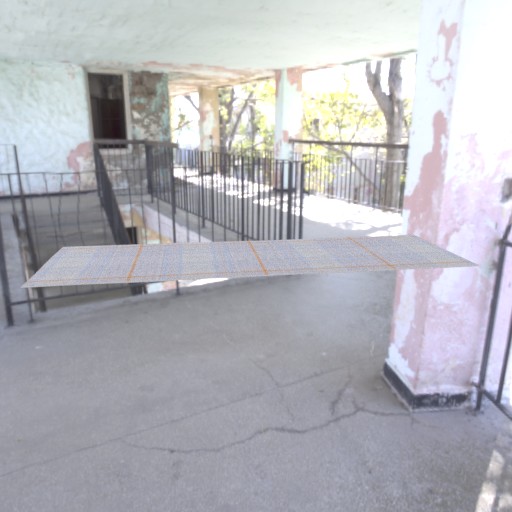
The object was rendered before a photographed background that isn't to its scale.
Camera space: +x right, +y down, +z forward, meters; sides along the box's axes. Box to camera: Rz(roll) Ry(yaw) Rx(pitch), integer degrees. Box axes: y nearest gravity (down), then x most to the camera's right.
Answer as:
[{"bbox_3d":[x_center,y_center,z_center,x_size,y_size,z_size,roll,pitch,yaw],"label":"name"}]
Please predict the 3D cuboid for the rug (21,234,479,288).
[{"bbox_3d":[0.000,0.000,2.705,2.442,0.016,0.770,-2,16,-8],"label":"rug"}]
